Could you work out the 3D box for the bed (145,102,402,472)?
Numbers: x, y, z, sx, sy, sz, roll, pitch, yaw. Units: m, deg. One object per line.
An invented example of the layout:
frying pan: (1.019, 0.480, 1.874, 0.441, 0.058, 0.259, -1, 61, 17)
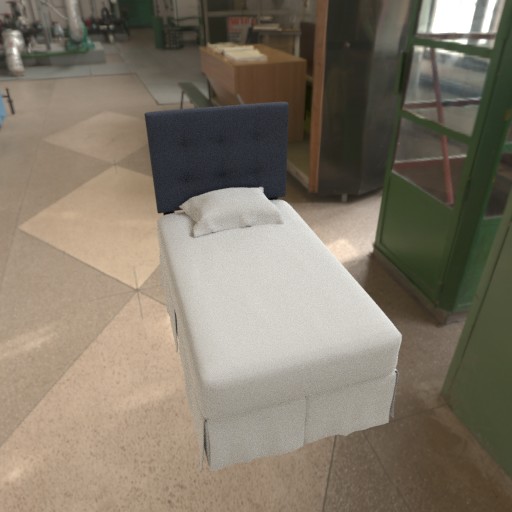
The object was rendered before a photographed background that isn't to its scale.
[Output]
bed: (0.000, 0.000, 3.063, 1.261, 1.571, 1.997, -10, 33, -15)
